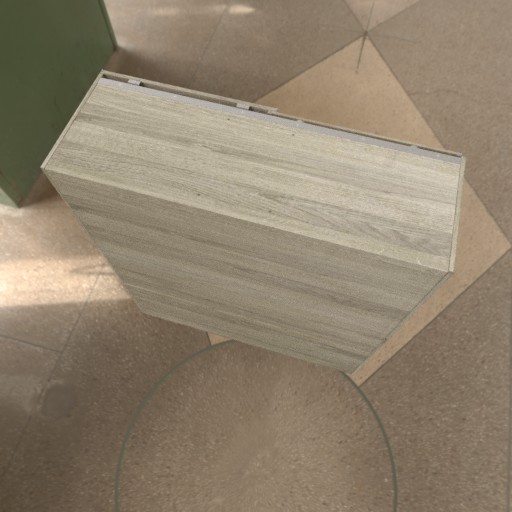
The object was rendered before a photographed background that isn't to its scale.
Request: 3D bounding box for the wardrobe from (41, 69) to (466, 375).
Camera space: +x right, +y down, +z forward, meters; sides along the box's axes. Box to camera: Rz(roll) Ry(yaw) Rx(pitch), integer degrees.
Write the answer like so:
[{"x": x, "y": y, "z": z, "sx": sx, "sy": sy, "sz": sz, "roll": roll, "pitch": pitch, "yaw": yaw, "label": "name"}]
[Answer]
[{"x": 0.000, "y": 0.000, "z": 2.831, "sx": 1.780, "sy": 1.960, "sz": 0.629, "roll": 15, "pitch": 65, "yaw": 7, "label": "wardrobe"}]
